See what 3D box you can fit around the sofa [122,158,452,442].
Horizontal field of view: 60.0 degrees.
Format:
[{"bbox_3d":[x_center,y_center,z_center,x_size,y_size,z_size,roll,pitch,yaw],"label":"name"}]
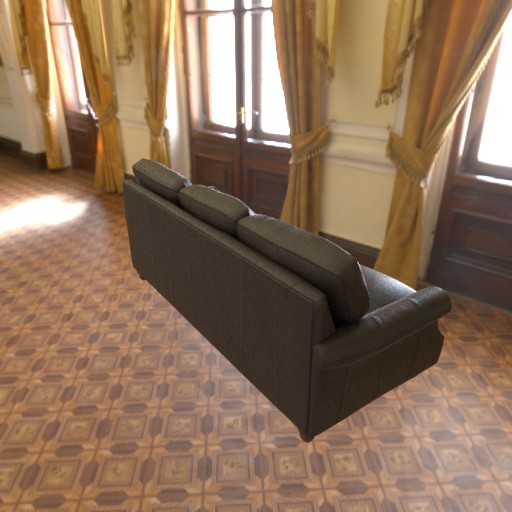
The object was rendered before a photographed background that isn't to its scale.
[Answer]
[{"bbox_3d":[0.000,0.000,2.903,0.974,0.977,2.387,-17,30,-32],"label":"sofa"}]
